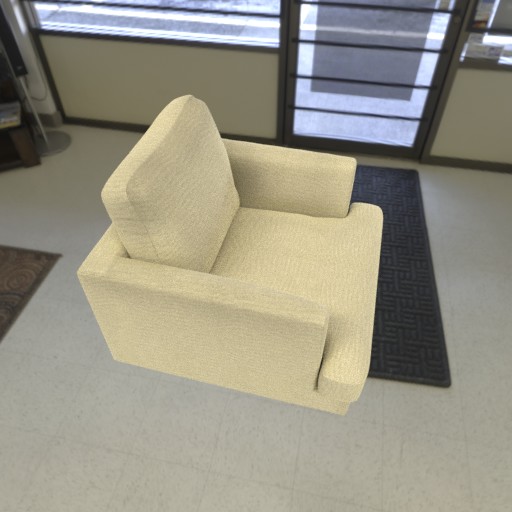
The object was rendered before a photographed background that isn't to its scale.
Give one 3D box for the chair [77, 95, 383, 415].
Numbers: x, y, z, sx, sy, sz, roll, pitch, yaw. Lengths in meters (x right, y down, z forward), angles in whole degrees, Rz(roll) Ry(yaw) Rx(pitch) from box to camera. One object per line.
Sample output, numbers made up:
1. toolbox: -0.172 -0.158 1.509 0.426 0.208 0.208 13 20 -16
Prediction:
1. chair: 0.000 0.000 1.656 0.899 0.957 0.858 11 47 10
